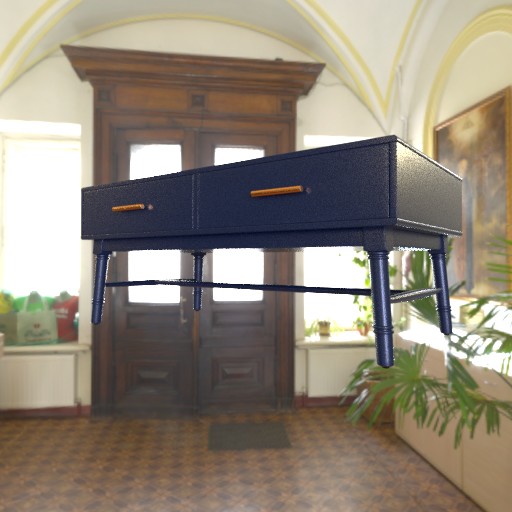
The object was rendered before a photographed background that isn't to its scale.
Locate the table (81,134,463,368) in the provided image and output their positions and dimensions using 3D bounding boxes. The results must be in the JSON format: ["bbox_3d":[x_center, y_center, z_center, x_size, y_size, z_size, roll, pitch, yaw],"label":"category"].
[{"bbox_3d":[0.000,0.000,1.373,1.067,0.457,0.572,0,-1,37],"label":"table"}]
